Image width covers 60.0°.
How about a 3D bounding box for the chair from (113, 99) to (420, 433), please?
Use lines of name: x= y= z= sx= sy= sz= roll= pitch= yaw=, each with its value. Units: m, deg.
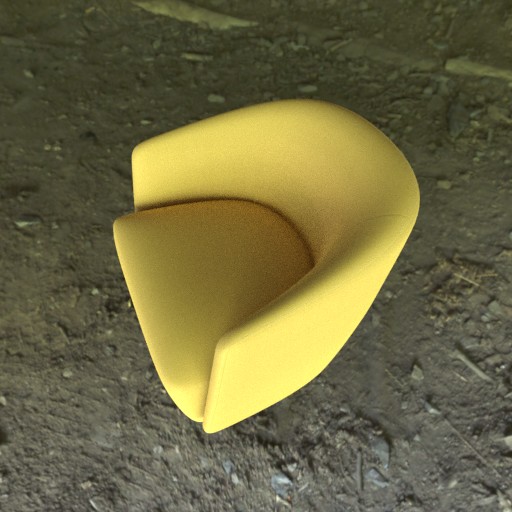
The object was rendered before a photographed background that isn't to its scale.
chair: x=0.000 y=0.000 z=1.348 sx=0.767 sy=0.698 sz=0.773 roll=-19 pitch=51 yaw=-16
